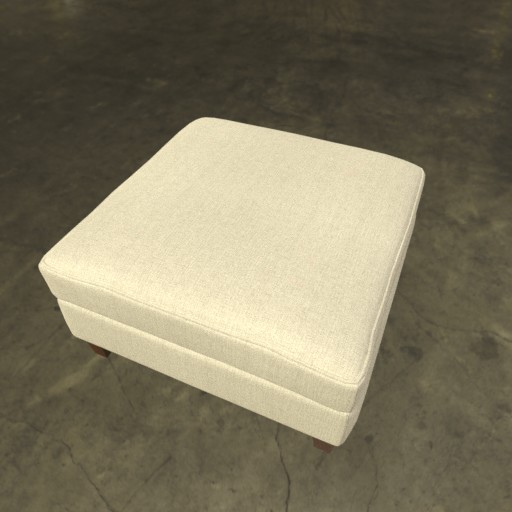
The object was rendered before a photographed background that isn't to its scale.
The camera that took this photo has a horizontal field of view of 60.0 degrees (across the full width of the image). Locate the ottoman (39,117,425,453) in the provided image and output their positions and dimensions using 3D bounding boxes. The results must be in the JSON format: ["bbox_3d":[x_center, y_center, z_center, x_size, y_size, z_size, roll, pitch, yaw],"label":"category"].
[{"bbox_3d":[0.000,0.000,1.356,0.838,0.478,0.838,17,48,17],"label":"ottoman"}]
